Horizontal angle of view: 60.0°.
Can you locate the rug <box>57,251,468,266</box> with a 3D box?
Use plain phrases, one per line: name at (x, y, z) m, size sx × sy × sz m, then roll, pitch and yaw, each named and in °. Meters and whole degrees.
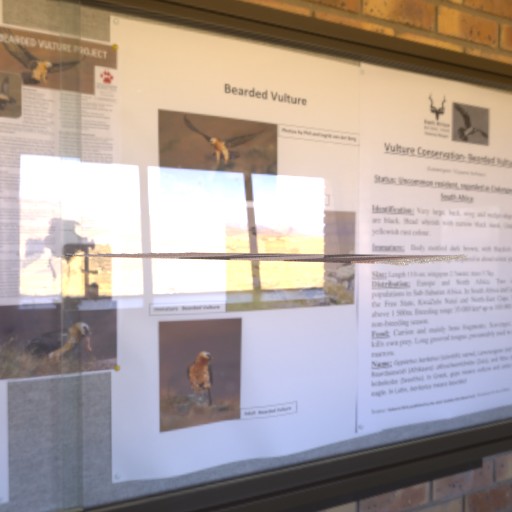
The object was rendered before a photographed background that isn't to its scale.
rug at (0.000, 0.000, 2.512) m, size 2.021 × 0.027 × 1.224 m, roll 1°, pitch 2°, yaw 35°
